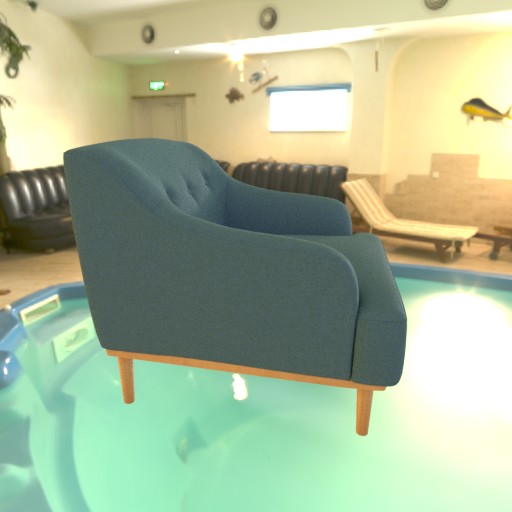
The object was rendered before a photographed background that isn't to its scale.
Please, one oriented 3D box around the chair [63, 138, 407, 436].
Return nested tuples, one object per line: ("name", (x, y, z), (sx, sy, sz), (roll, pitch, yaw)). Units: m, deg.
("chair", (0.000, 0.000, 1.602), (0.951, 0.818, 0.946), (3, 16, 10))
